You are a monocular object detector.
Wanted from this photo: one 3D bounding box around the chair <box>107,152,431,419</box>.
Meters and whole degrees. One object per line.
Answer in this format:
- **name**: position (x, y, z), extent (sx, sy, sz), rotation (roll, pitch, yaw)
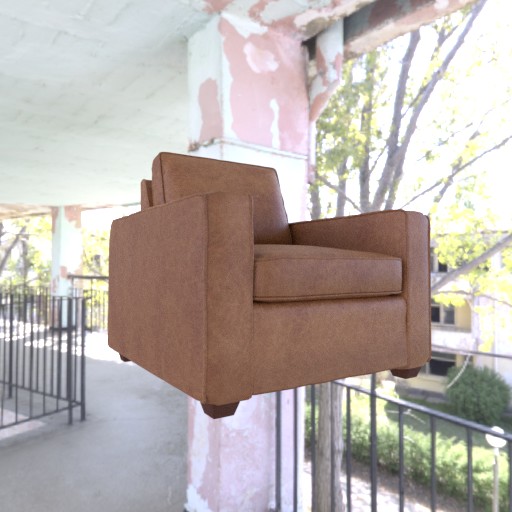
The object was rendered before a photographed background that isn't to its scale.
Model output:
- **chair**: position (0.000, 0.000, 1.798), extent (0.987, 0.901, 1.027), rotation (1, -1, -36)
